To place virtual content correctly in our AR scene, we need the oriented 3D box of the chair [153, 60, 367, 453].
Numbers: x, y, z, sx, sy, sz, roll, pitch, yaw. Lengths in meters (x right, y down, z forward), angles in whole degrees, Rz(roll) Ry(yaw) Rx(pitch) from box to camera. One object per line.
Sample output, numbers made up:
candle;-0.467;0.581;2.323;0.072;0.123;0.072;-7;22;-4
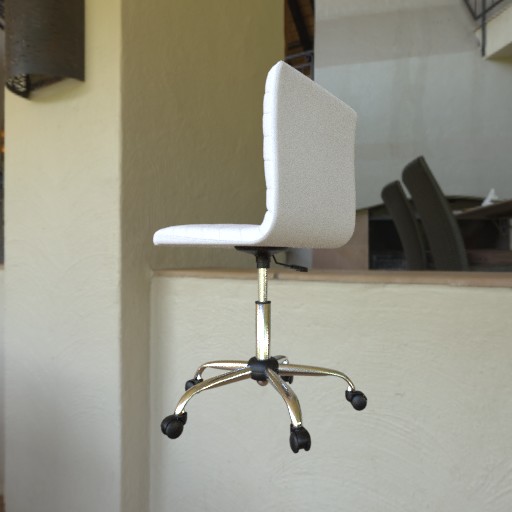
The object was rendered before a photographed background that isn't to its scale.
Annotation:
chair;0.000;0.000;1.084;0.455;0.750;0.520;0;0;35
